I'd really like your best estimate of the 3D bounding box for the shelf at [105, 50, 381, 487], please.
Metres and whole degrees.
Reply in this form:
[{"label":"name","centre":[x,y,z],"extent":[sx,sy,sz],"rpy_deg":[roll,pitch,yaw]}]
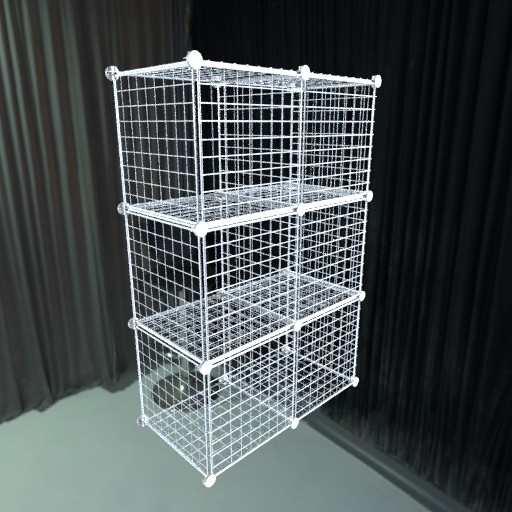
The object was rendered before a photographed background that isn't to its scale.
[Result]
[{"label":"shelf","centre":[0.000,0.000,1.379],"extent":[0.711,1.067,0.356],"rpy_deg":[-15,23,-42]}]
